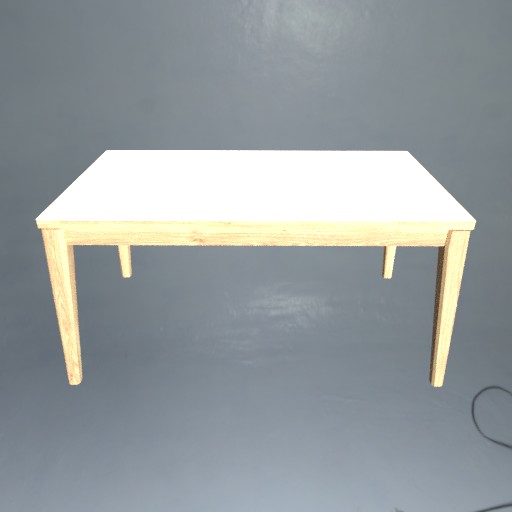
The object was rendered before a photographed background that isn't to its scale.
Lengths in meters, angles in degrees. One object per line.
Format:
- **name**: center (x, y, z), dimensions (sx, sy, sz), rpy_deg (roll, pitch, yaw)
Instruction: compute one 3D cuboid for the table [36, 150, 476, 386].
- **table**: center (0.000, 0.000, 2.093), dimensions (1.600, 0.760, 0.900), rpy_deg (0, 30, 0)
